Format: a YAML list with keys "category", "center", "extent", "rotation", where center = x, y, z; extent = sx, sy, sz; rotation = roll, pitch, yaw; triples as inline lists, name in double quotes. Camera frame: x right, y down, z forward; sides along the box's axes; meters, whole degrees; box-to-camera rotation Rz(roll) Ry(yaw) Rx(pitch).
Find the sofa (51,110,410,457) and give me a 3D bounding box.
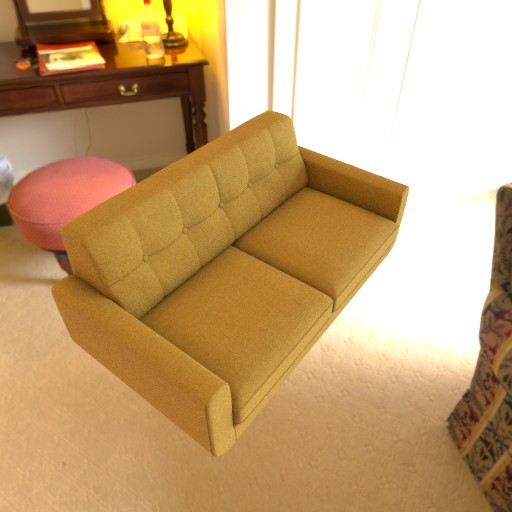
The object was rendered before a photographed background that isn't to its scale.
- category: "sofa"
  center: [0.000, 0.000, 2.192]
  extent: [0.909, 0.841, 1.631]
  rotation: [27, 49, 27]
